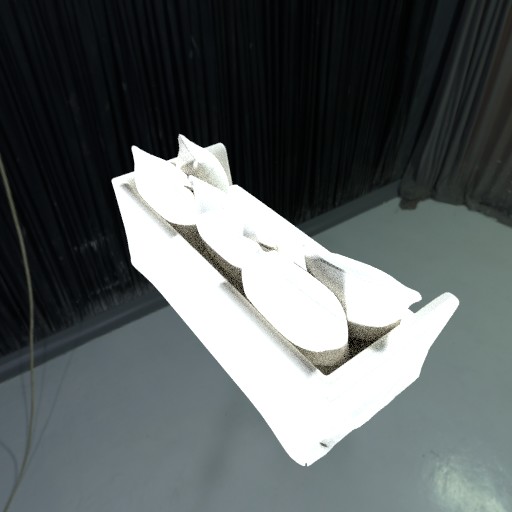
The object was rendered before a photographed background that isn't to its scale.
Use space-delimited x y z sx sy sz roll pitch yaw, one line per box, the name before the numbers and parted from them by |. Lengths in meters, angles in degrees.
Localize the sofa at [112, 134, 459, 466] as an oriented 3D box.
sofa | 0.000 0.000 2.940 1.031 1.034 2.290 -26 47 -27
